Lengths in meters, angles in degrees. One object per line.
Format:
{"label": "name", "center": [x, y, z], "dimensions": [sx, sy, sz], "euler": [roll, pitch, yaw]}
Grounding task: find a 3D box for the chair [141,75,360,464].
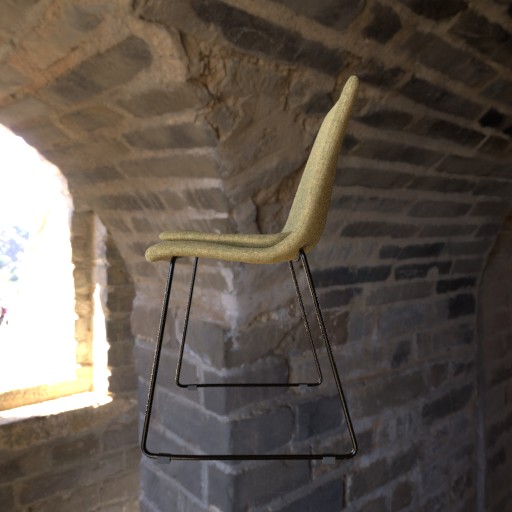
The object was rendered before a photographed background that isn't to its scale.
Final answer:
{"label": "chair", "center": [0.000, 0.000, 1.145], "dimensions": [0.496, 0.849, 0.479], "euler": [0, 2, -1]}
